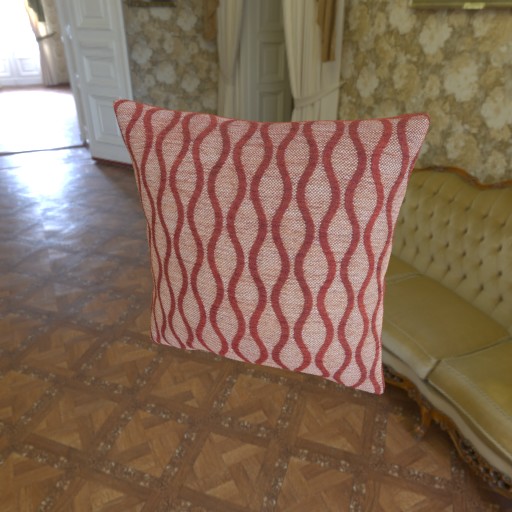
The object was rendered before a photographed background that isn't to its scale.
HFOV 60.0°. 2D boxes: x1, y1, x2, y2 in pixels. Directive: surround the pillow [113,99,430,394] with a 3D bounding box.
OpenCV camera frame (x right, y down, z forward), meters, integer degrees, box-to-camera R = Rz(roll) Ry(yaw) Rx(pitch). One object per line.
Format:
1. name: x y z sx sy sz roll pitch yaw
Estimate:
1. pillow: 0.000 0.000 0.664 0.429 0.434 0.159 8 29 15
